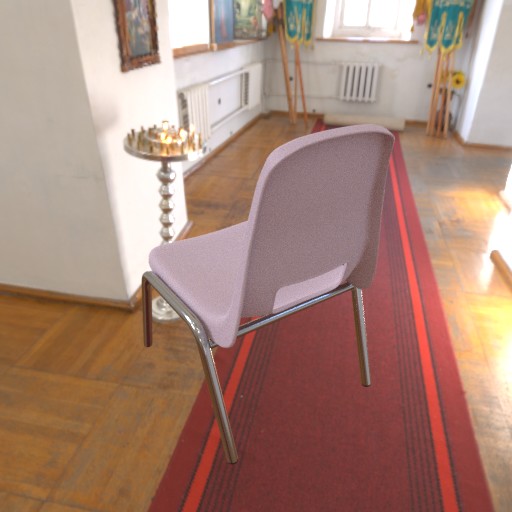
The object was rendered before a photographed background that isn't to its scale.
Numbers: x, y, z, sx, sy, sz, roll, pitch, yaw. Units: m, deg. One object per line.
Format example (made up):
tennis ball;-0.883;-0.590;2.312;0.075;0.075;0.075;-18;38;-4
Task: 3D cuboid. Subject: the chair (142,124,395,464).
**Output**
chair;0.000;0.000;0.800;0.354;0.536;0.385;-18;35;-28
